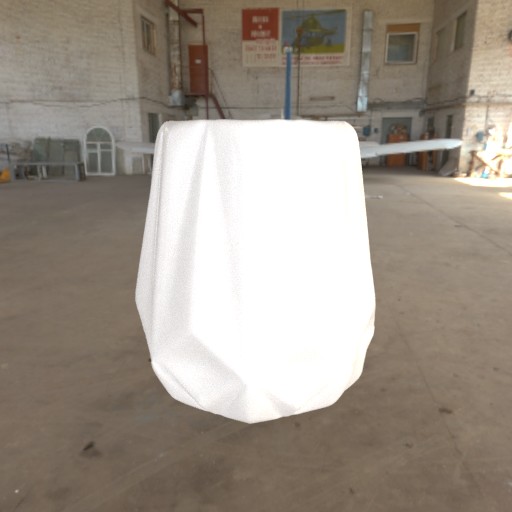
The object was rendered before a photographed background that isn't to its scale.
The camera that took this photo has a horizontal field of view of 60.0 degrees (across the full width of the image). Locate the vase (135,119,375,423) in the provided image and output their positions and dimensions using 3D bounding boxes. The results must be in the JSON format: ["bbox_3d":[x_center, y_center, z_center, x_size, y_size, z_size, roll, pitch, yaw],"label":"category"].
[{"bbox_3d":[0.000,0.000,0.261,0.141,0.152,0.141,0,16,0],"label":"vase"}]
